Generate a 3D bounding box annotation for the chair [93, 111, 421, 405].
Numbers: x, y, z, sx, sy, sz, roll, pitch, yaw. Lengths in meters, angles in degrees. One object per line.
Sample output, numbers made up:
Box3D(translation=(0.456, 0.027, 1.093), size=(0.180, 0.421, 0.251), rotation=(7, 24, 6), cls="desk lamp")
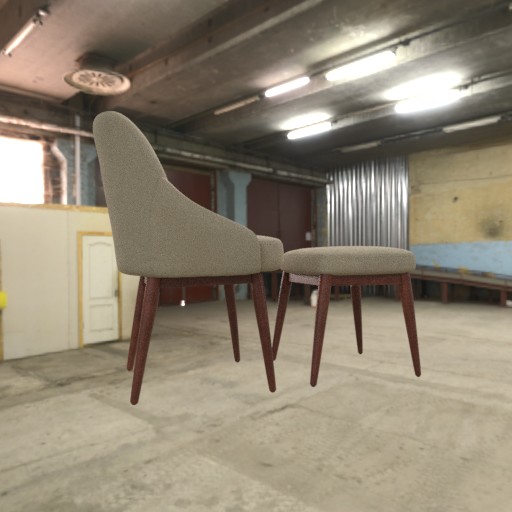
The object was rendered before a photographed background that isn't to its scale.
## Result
Box3D(translation=(0.000, 0.000, 1.611), size=(1.114, 0.866, 0.584), rotation=(0, 0, -18), cls="chair")
